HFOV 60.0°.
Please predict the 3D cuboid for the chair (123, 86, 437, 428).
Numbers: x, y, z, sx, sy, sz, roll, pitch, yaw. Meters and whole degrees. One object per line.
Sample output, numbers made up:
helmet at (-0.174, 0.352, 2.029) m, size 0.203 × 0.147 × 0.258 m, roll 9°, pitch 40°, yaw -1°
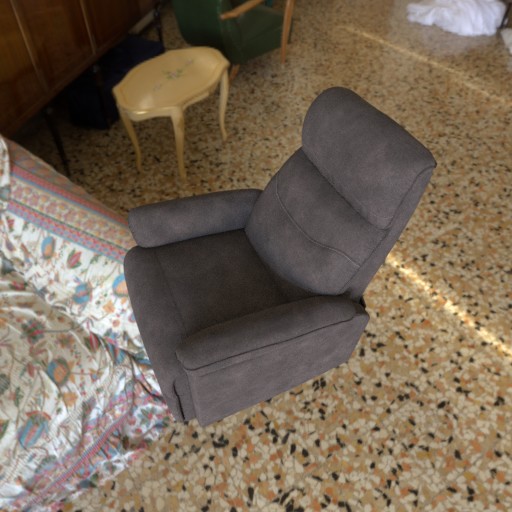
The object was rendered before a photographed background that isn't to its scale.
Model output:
chair at (0.000, 0.000, 1.736) m, size 1.009 × 1.035 × 0.830 m, roll -18°, pitch 48°, yaw -16°
